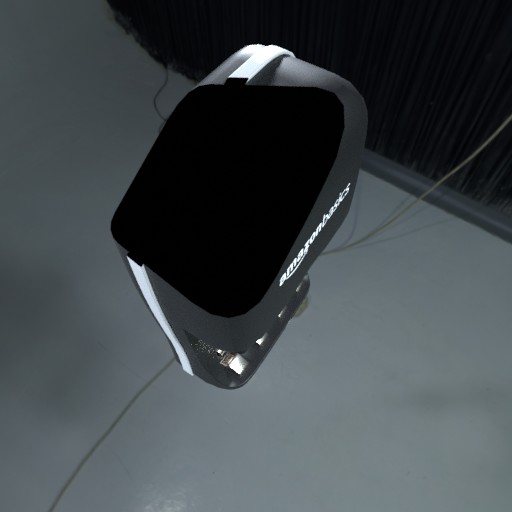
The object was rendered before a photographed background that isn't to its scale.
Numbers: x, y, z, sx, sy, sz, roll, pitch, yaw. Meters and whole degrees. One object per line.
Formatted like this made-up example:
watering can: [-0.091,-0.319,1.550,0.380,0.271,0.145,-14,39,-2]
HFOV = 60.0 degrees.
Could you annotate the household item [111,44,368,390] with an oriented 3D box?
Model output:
household item: [0.000,0.000,0.142,0.038,0.114,0.070,30,63,17]
